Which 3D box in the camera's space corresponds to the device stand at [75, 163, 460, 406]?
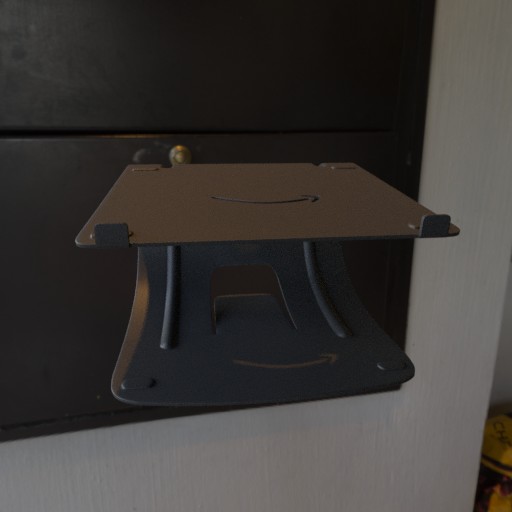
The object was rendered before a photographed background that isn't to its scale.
[{"bbox_3d":[0.000,0.000,0.403,0.256,0.155,0.236,-2,15,-8],"label":"device stand"}]
